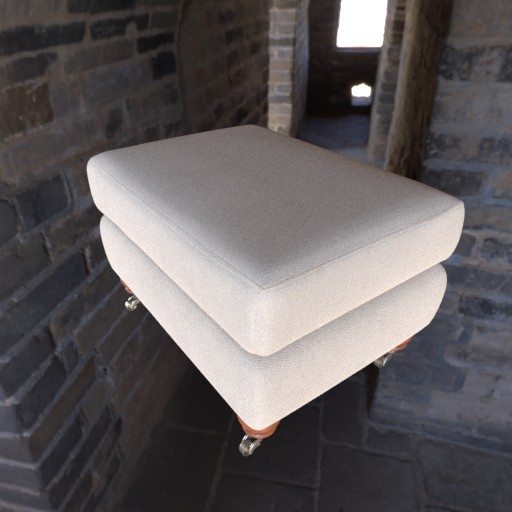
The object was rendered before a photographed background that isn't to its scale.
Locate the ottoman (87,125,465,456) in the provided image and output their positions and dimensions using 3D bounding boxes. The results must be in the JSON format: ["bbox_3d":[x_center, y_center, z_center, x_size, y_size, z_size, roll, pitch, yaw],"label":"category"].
[{"bbox_3d":[0.000,0.000,1.133,0.569,0.504,0.773,-21,37,-31],"label":"ottoman"}]
